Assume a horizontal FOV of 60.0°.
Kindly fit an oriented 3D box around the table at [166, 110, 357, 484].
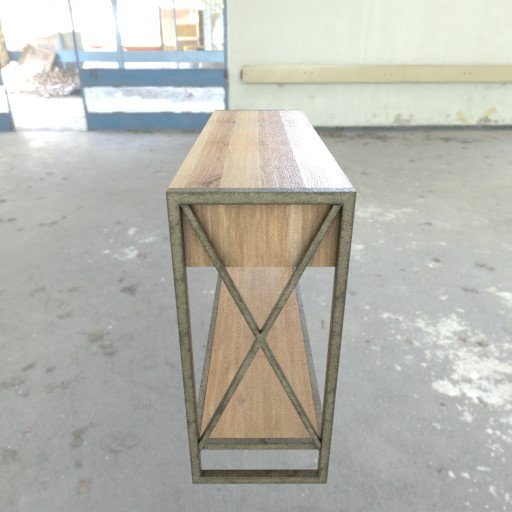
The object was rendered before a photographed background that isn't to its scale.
[{"bbox_3d":[0.000,0.000,1.427,0.361,0.763,1.059,0,26,0],"label":"table"}]
